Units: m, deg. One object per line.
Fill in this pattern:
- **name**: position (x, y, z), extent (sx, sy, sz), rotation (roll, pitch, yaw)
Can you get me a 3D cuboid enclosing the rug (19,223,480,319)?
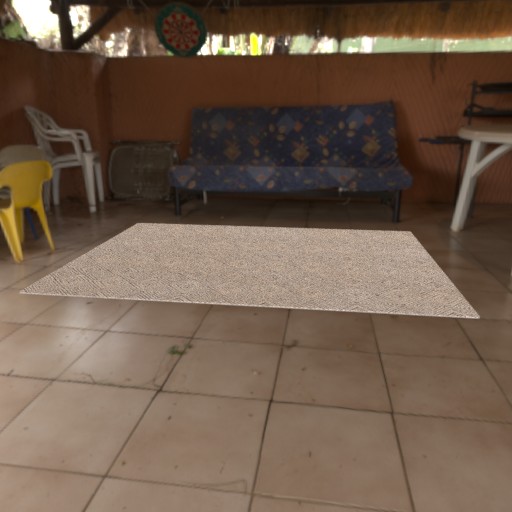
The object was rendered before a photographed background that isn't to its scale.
- **rug**: position (0.000, 0.000, 2.875), extent (2.238, 0.008, 1.593), rotation (2, 17, 7)
